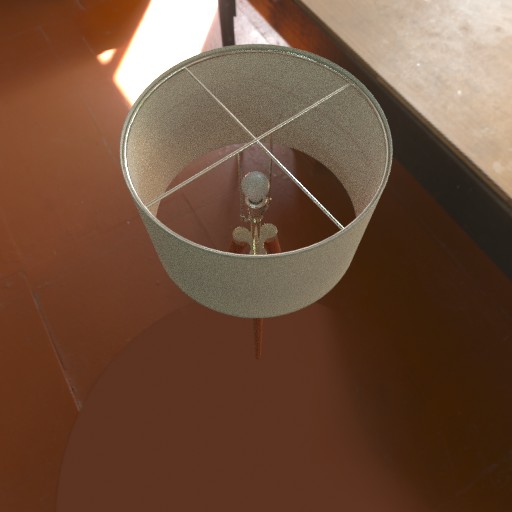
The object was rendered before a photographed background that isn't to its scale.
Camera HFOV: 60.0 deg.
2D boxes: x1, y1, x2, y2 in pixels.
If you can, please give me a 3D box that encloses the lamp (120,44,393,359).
[{"bbox_3d":[0.000,0.000,0.898,0.355,0.709,0.354,3,64,1],"label":"lamp"}]
